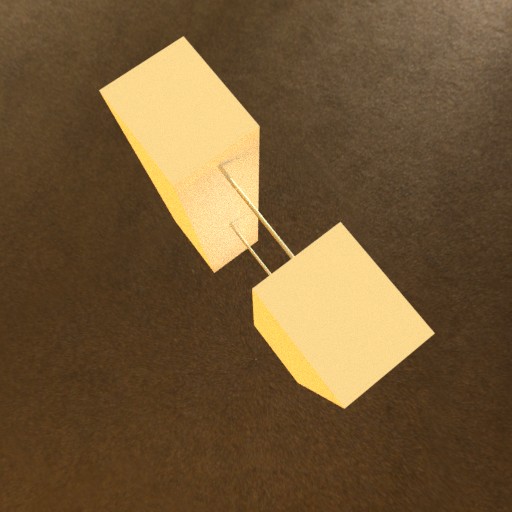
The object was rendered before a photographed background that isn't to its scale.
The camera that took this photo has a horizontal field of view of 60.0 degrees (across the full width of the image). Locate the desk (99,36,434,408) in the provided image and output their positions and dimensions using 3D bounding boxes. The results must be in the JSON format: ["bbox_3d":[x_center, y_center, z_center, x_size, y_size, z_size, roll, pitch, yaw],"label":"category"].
[{"bbox_3d":[0.000,0.000,2.907,0.480,2.000,1.770,-37,80,-8],"label":"desk"}]
